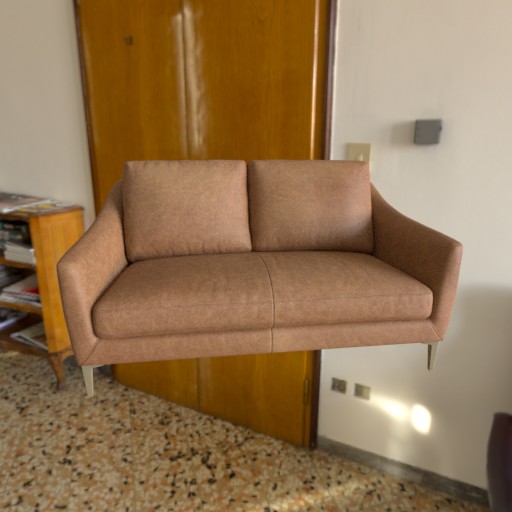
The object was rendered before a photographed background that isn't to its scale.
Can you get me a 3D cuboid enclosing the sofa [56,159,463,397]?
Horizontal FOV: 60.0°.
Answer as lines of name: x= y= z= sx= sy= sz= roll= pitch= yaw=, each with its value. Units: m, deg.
sofa: x=0.000 y=0.000 z=2.202 sx=1.619 sy=0.902 sz=0.960 roll=-2 pitch=17 yaw=-8
